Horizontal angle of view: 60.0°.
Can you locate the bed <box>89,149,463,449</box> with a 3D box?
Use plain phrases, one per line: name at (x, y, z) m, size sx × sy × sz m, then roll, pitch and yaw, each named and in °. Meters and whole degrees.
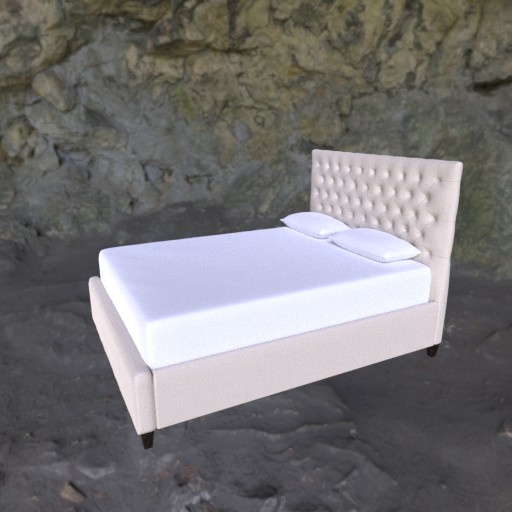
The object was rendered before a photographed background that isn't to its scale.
bed at (0.000, 0.000, 3.320) m, size 2.233 × 1.426 × 1.696 m, roll -8°, pitch 19°, yaw -26°
